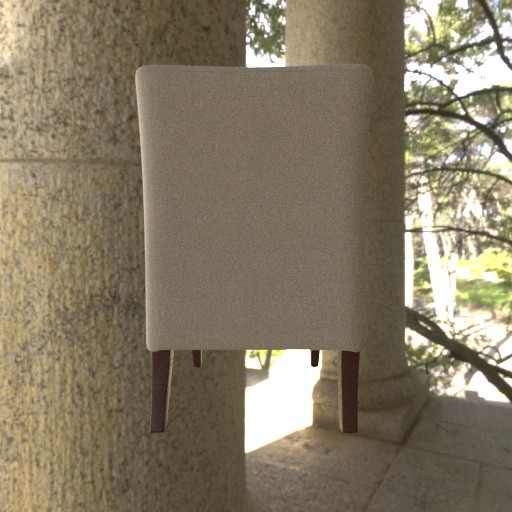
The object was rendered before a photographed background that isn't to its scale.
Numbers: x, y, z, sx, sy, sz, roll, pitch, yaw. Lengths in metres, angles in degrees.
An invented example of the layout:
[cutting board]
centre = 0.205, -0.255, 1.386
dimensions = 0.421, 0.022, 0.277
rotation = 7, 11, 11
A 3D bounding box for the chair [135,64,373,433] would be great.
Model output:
[chair]
centre = 0.000, 0.000, 1.309
dimensions = 0.521, 0.833, 0.754
rotation = 0, 1, 1
